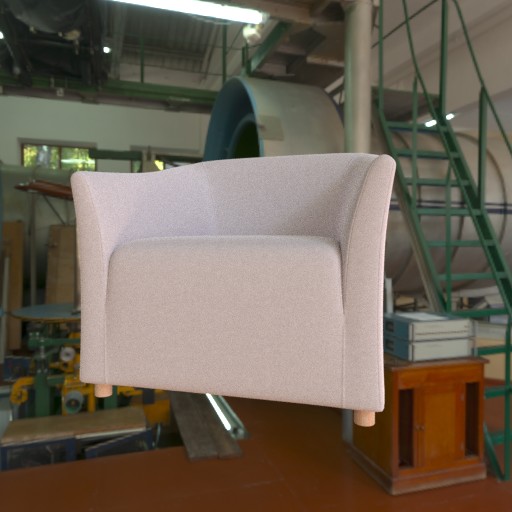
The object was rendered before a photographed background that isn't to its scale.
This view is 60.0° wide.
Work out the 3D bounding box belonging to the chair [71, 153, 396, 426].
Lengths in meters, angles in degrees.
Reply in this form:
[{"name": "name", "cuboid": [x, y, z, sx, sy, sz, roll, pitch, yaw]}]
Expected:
[{"name": "chair", "cuboid": [0.000, 0.000, 1.343, 0.790, 0.720, 0.700, 0, 1, 16]}]
